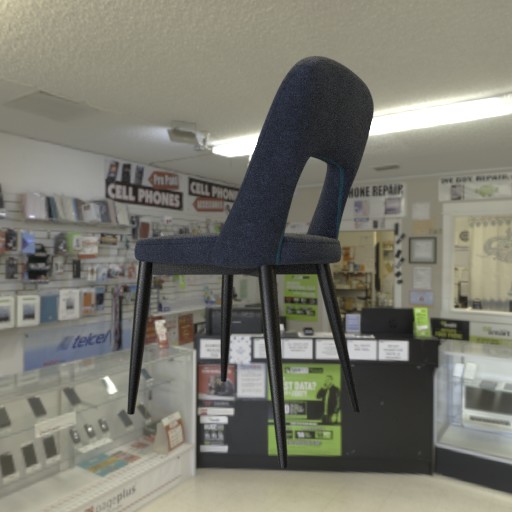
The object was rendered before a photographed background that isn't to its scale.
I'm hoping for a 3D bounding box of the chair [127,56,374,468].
[{"bbox_3d":[0.000,0.000,1.277,0.612,0.931,0.470,0,0,36],"label":"chair"}]
